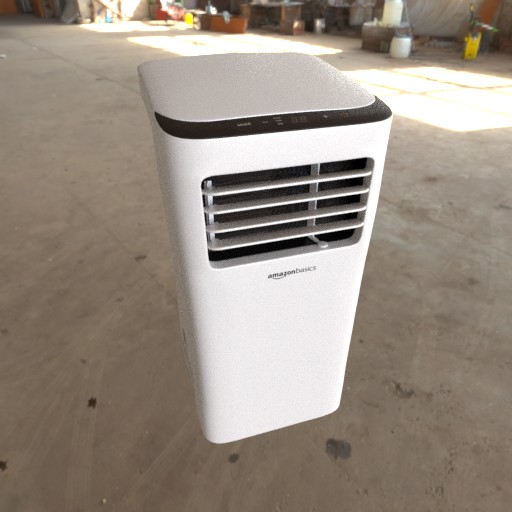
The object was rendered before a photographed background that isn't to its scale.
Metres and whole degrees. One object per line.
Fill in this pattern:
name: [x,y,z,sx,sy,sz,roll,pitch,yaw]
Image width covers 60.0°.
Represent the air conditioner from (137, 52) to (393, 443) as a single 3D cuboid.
air conditioner: [0.000,0.000,0.904,0.352,0.716,0.369,-10,34,-15]
